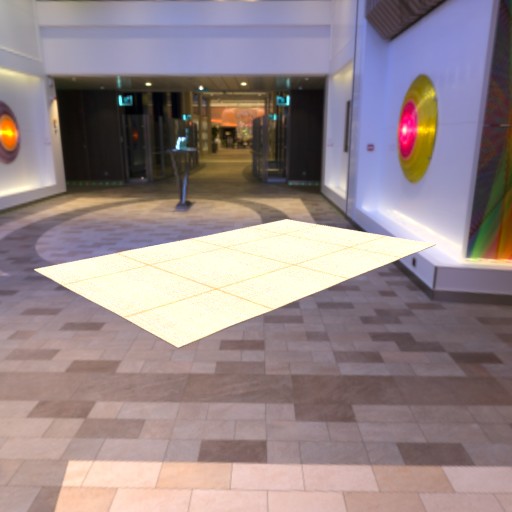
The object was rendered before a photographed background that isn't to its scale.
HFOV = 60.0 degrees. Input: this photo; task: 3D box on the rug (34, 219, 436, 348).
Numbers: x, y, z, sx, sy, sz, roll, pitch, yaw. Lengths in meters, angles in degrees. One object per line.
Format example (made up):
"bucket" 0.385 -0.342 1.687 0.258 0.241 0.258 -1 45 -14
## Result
"rug" 0.000 0.000 3.116 1.527 0.016 2.442 14 21 43
